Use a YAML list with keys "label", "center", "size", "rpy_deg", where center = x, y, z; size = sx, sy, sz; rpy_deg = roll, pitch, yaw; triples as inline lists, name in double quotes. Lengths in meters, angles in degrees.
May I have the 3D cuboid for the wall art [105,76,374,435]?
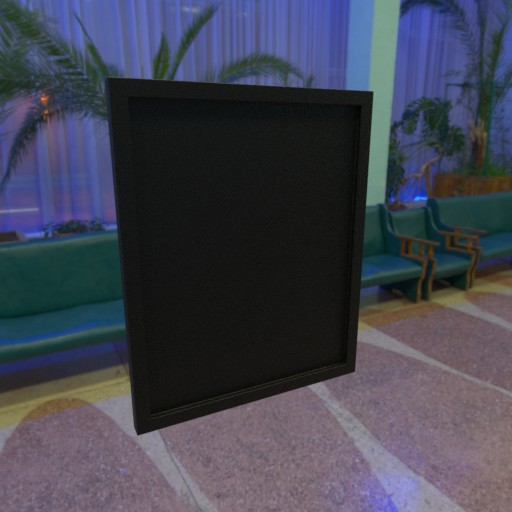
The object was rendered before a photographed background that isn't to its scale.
- label: "wall art"
  center: [0.000, 0.000, 0.775]
  size: [0.457, 0.559, 0.028]
  rpy_deg: [-8, 17, -26]
